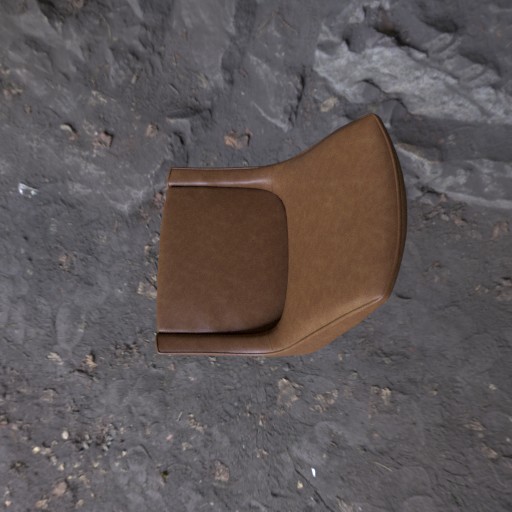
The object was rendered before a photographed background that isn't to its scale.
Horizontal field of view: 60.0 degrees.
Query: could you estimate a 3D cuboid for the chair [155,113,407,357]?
[{"bbox_3d":[0.000,0.000,1.198,0.544,0.861,0.529,1,76,0],"label":"chair"}]
